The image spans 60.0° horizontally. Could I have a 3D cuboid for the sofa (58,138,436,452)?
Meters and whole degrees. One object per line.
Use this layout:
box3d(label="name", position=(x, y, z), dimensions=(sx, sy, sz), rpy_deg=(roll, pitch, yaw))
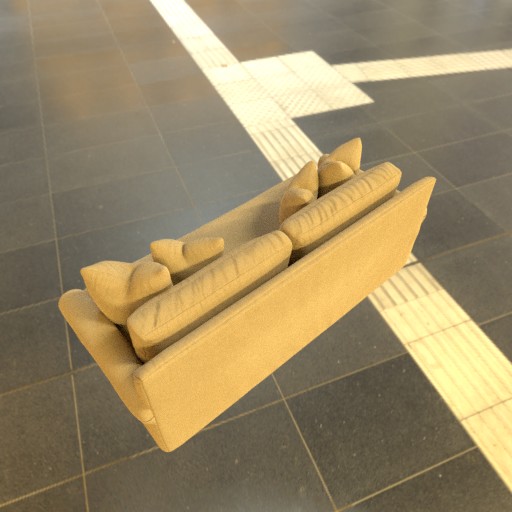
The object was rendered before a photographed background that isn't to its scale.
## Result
box3d(label="sofa", position=(0.000, 0.000, 2.849), dimensions=(2.285, 0.904, 1.067), rpy_deg=(-32, 54, -27))
